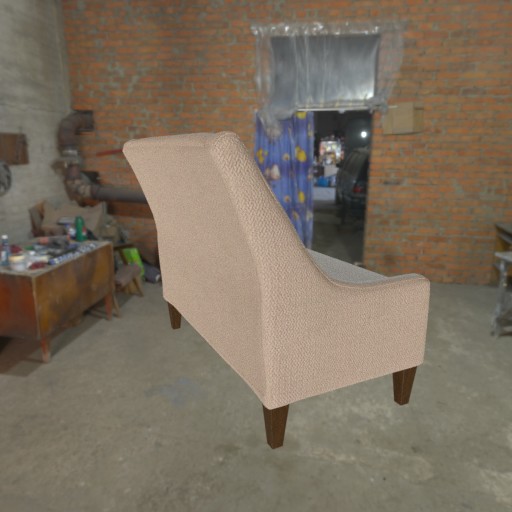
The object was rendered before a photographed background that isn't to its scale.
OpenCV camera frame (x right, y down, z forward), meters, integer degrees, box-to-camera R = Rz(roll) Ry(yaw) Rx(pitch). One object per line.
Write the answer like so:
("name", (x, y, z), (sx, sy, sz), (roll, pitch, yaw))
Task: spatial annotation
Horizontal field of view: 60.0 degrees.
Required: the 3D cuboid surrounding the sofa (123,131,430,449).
("sofa", (0.000, 0.000, 1.962), (0.870, 1.022, 1.242), (-7, 15, -26))
